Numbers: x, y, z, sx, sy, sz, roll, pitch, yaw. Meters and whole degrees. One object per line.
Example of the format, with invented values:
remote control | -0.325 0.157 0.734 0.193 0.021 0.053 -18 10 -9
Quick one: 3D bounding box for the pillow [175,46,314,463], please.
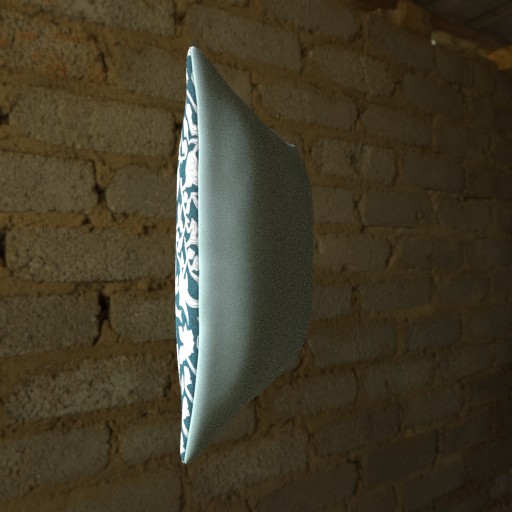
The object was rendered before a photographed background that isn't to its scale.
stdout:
pillow | 0.000 0.000 0.783 0.166 0.508 0.525 0 0 18
